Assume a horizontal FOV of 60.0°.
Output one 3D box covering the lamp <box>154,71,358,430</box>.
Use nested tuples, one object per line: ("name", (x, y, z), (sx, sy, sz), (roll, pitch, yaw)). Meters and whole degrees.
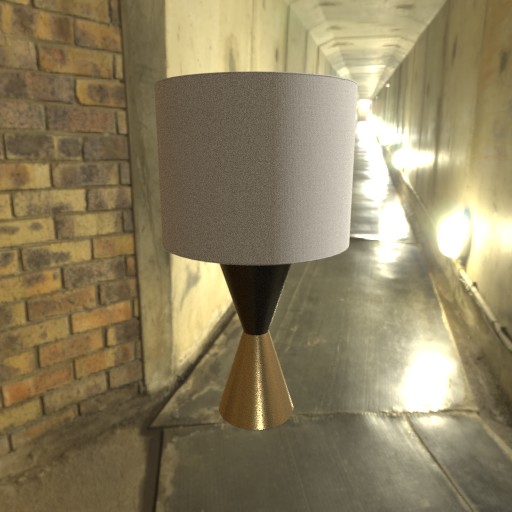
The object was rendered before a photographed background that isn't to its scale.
("lamp", (0.000, 0.000, 0.744), (0.304, 0.573, 0.304), (14, 20, 43))
